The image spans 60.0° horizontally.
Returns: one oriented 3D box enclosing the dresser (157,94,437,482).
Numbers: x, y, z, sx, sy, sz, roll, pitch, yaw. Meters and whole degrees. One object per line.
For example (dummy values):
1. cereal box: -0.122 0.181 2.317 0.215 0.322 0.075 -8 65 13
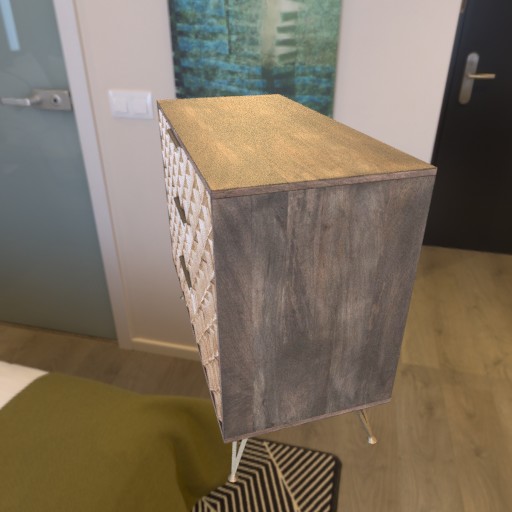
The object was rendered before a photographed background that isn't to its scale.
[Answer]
1. dresser: 0.000 0.000 1.378 0.453 0.801 0.923 -8 30 -15
